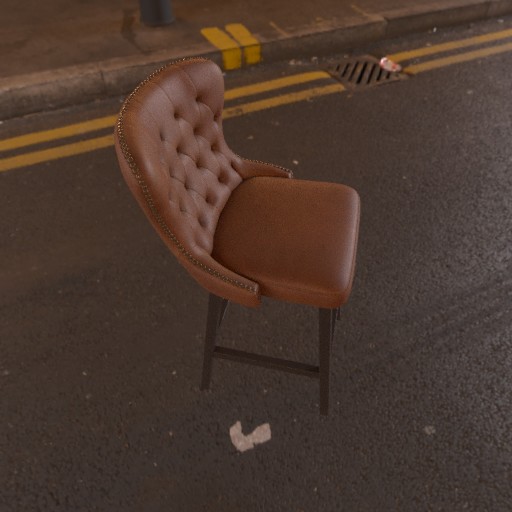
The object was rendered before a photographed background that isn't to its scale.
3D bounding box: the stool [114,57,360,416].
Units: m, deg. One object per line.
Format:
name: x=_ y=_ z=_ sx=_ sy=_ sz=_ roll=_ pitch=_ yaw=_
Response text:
stool: x=0.000 y=0.000 z=1.314 sx=0.593 sy=0.971 sz=0.528 roll=9 pitch=47 yaw=9
